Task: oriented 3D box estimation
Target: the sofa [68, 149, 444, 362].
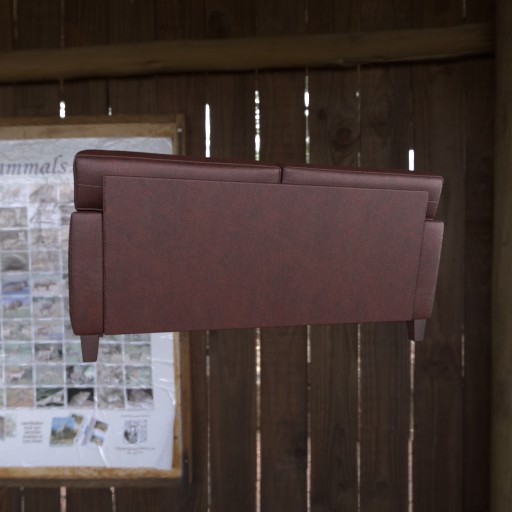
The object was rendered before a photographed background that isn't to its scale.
[{"bbox_3d":[0.000,0.000,2.454,1.876,0.928,0.912,0,0,-17],"label":"sofa"}]
